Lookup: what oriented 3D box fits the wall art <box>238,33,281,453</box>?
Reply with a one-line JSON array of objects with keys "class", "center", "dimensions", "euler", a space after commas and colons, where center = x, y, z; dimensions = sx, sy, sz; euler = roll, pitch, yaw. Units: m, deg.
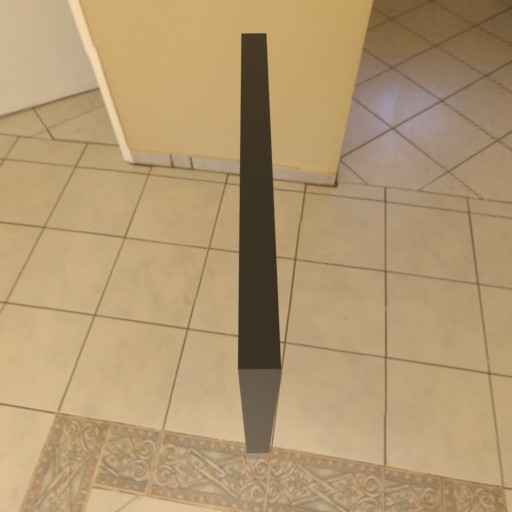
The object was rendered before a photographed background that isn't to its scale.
[{"class": "wall art", "center": [0.000, 0.000, 0.523], "dimensions": [0.028, 0.321, 0.381], "euler": [-1, 57, 0]}]
